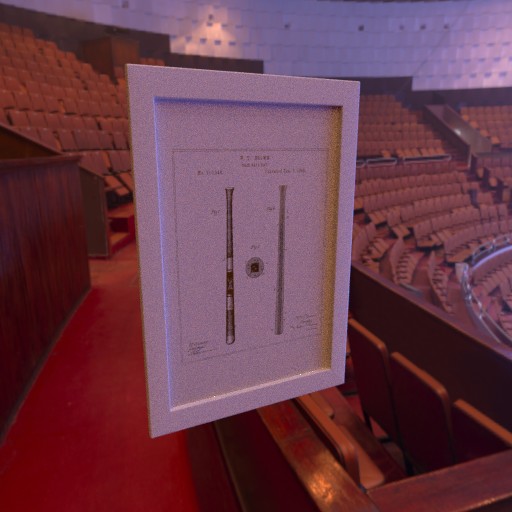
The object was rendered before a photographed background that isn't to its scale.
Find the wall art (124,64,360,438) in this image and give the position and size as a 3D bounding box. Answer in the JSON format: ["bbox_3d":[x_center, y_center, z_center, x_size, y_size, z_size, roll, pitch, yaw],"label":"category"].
[{"bbox_3d":[0.000,0.000,0.629,0.329,0.482,0.011,-7,16,-25],"label":"wall art"}]
